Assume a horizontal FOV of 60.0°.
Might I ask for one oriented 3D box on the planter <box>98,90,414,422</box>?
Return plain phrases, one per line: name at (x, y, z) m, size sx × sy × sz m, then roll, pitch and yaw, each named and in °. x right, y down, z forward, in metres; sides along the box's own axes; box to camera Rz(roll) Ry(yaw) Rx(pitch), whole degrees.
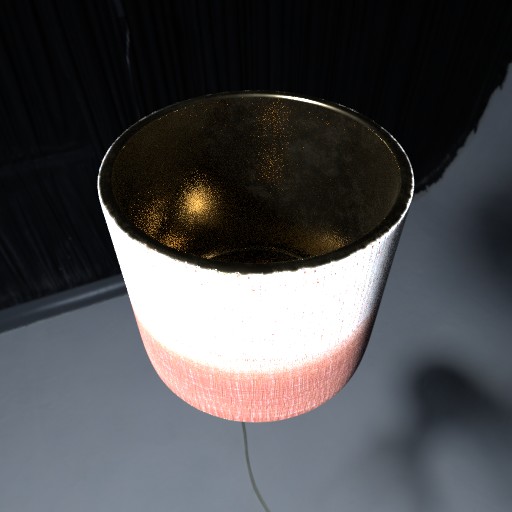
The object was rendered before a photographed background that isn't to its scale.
planter at (0.000, 0.000, 0.307) m, size 0.178 × 0.157 × 0.178 m, roll 0°, pitch 46°, yaw 0°
